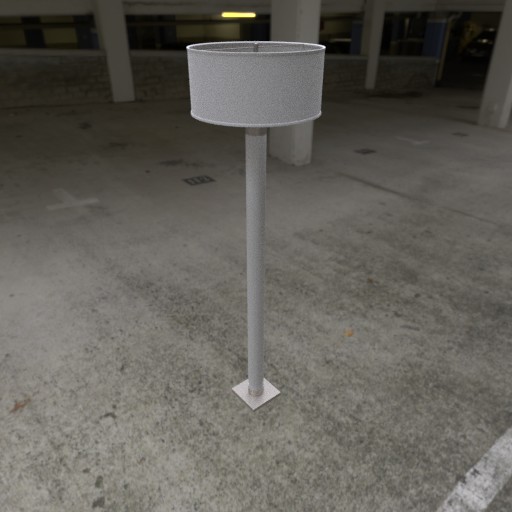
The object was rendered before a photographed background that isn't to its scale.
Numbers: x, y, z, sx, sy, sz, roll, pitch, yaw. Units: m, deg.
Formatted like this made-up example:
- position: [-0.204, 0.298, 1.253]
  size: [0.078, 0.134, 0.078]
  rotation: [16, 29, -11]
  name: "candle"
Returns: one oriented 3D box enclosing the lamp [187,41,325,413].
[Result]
- position: [0.000, 0.000, 1.701]
  size: [0.420, 1.475, 0.420]
  rotation: [-22, 36, -33]
  name: "lamp"
